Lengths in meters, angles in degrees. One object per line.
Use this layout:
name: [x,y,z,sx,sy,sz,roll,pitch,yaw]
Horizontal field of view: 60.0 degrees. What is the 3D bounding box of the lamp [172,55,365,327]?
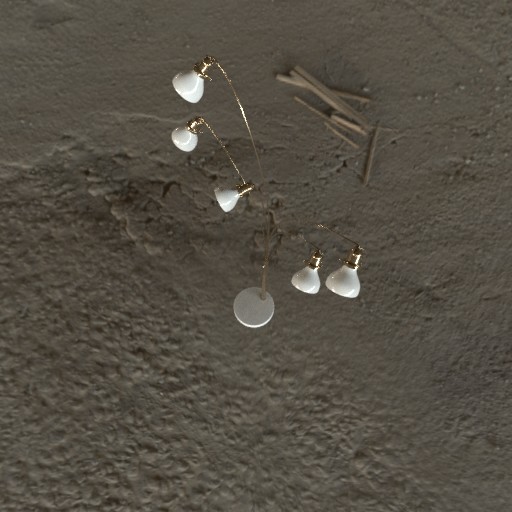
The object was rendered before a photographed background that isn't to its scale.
lamp: [0.000,0.000,2.887,0.361,2.423,1.405,-35,71,-14]
